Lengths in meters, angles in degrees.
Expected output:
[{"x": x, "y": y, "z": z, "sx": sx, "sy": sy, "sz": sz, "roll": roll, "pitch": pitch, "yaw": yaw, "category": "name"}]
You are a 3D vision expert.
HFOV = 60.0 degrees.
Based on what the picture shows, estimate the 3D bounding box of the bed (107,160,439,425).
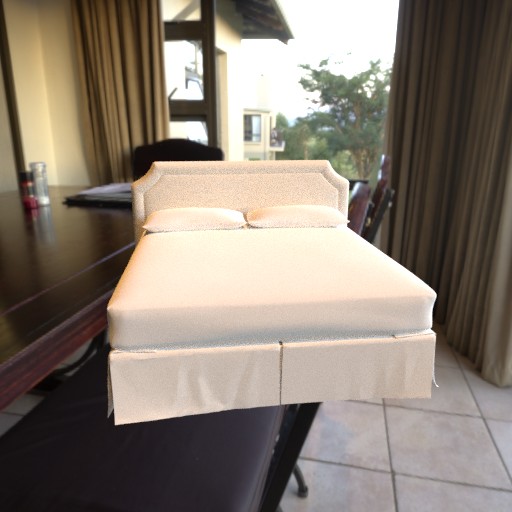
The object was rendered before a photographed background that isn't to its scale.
[{"x": 0.000, "y": 0.000, "z": 3.494, "sx": 2.160, "sy": 1.301, "sz": 2.204, "roll": -2, "pitch": 17, "yaw": -7, "category": "bed"}]
